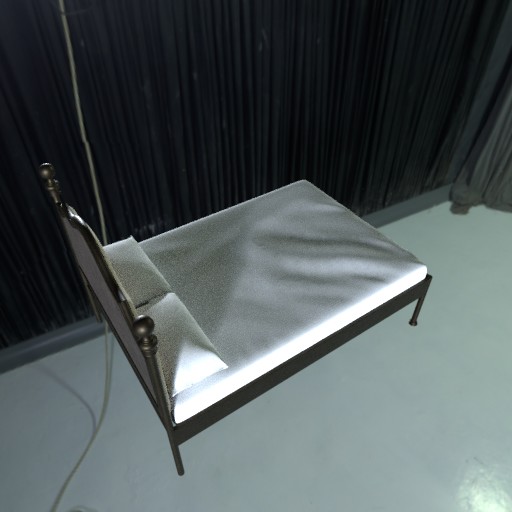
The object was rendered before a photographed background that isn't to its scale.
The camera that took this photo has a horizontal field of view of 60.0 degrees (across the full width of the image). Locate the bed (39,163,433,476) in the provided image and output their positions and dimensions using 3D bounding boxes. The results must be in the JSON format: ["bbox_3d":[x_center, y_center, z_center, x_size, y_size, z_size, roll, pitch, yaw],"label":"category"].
[{"bbox_3d":[0.000,0.000,3.129,2.170,1.462,1.533,-24,47,-25],"label":"bed"}]
